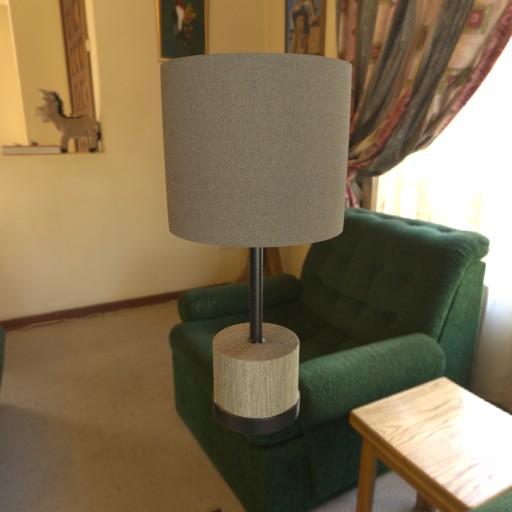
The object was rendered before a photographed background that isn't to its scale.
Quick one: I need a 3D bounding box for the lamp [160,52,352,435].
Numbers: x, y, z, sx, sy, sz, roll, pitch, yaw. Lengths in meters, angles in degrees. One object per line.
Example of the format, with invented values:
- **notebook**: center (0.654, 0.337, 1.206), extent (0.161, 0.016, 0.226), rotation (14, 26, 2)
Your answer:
- **lamp**: center (0.000, 0.000, 0.599), extent (0.229, 0.470, 0.229), rotation (-15, 22, -42)
